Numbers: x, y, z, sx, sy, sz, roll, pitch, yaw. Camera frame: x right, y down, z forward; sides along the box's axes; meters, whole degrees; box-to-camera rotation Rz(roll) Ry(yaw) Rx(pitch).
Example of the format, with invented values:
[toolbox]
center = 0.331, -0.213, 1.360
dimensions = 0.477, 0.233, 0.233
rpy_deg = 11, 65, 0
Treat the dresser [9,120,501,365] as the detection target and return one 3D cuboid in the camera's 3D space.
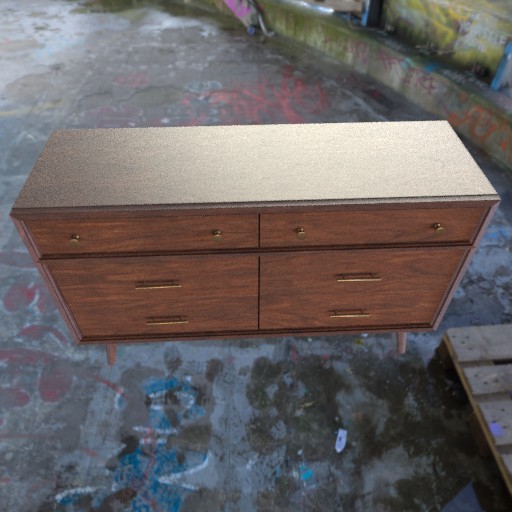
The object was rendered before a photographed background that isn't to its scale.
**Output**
[dresser]
center = 0.000, 0.000, 1.801
dimensions = 1.472, 0.889, 0.500
rpy_deg = -2, 46, -2
